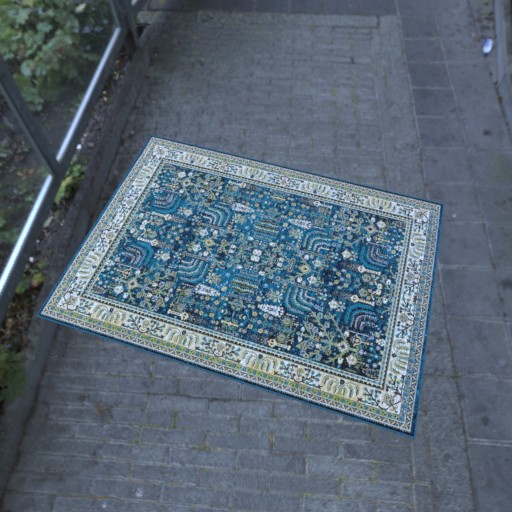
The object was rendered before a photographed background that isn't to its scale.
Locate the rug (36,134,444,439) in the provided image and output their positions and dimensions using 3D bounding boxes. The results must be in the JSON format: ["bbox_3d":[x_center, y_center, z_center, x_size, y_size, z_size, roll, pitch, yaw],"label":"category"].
[{"bbox_3d":[0.000,0.000,2.835,2.213,0.013,1.594,15,59,9],"label":"rug"}]
